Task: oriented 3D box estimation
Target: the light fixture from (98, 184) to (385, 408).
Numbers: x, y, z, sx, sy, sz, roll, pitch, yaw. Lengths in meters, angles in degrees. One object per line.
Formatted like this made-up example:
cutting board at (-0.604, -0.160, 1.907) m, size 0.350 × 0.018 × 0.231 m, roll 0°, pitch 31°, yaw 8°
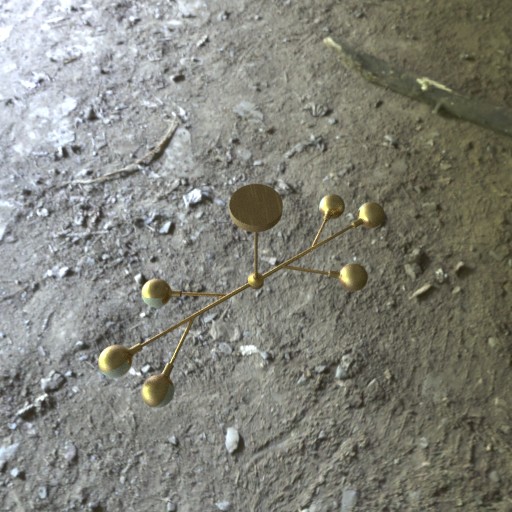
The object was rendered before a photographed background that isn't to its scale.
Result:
light fixture at (0.000, 0.000, 0.983) m, size 0.778 × 0.362 × 0.434 m, roll -15°, pitch 59°, yaw -9°
